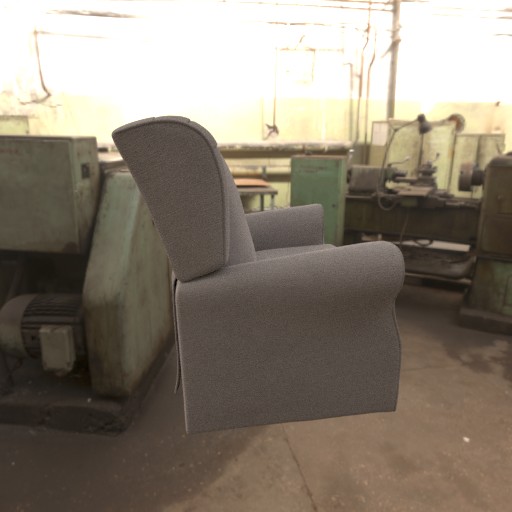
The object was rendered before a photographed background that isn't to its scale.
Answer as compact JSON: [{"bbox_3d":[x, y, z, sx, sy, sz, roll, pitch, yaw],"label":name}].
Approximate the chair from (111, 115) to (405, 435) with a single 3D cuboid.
[{"bbox_3d":[0.000,0.000,1.644,0.854,0.966,0.906,-2,16,-8],"label":"chair"}]
